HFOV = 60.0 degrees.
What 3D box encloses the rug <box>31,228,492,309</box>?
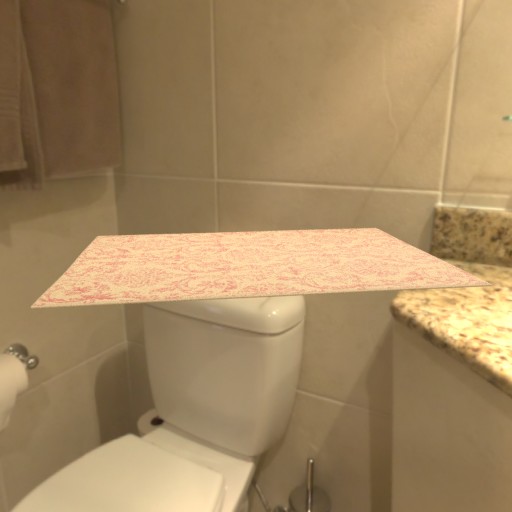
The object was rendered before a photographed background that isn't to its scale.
[{"bbox_3d":[0.000,0.000,3.473,2.746,0.018,1.819,-2,15,-8],"label":"rug"}]
